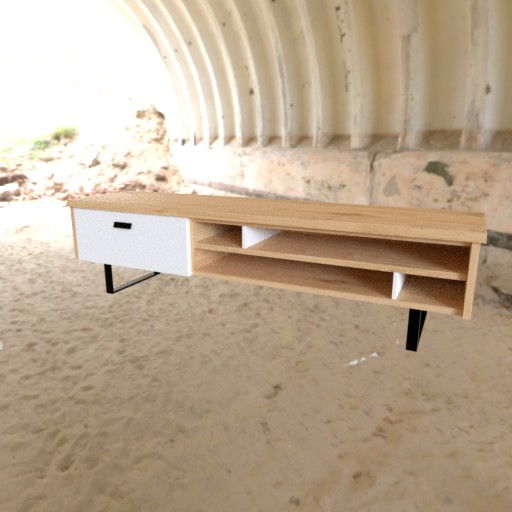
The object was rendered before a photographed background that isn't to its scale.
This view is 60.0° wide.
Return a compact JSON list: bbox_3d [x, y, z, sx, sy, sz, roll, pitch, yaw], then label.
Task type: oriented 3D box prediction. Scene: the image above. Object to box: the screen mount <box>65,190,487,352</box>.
[{"bbox_3d":[0.000,0.000,1.888,1.700,0.430,0.450,7,16,25],"label":"screen mount"}]
